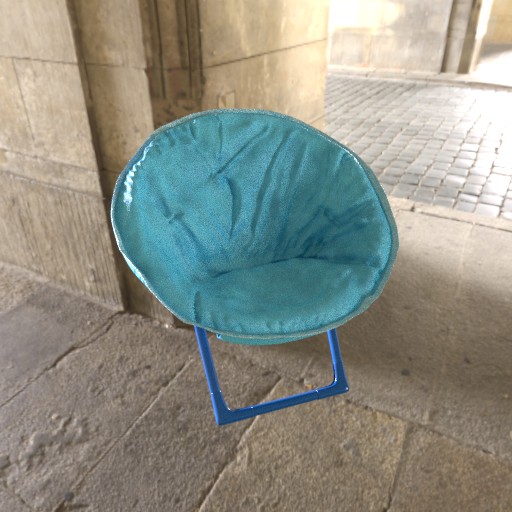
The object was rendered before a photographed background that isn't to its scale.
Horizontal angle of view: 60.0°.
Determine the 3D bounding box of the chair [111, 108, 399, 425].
[{"bbox_3d":[0.000,0.000,0.890,0.520,0.478,0.465,-9,33,-15],"label":"chair"}]
